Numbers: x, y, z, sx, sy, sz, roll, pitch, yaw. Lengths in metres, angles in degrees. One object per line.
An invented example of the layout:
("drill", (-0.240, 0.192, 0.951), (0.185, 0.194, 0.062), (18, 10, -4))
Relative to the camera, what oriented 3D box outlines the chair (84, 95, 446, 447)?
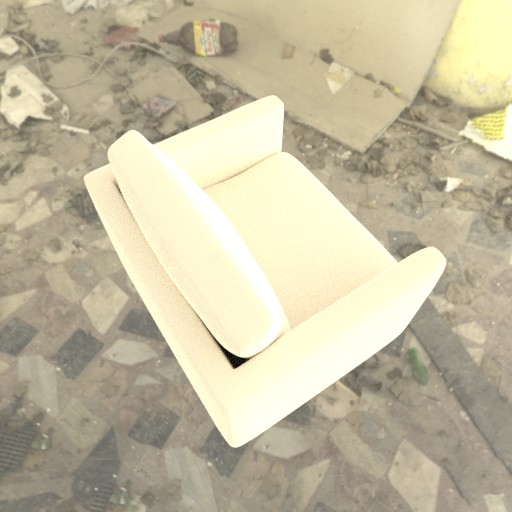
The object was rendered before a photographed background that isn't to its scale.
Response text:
("chair", (0.000, 0.000, 1.710), (0.878, 0.885, 1.019), (-29, 62, -17))
